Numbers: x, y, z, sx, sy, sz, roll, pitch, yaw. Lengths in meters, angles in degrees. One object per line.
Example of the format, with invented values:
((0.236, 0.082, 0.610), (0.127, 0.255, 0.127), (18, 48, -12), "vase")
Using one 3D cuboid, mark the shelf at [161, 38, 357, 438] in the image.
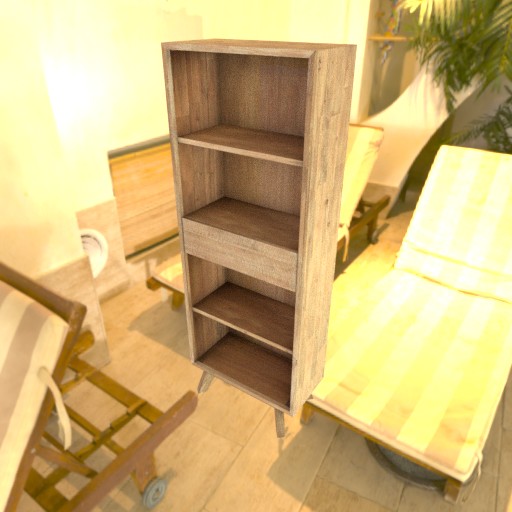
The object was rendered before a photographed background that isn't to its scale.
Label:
((0.000, 0.000, 1.549), (0.491, 1.342, 0.267), (18, 34, 30), "shelf")
